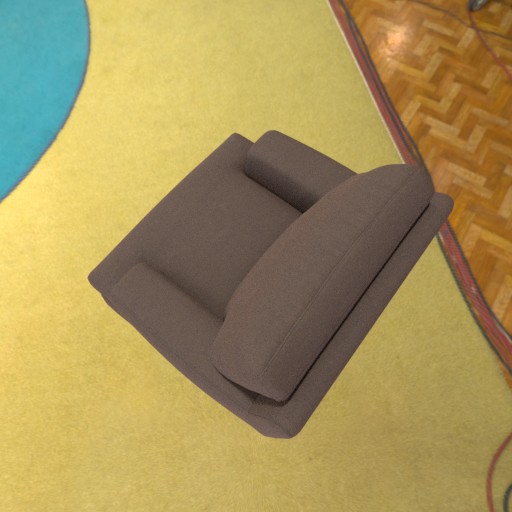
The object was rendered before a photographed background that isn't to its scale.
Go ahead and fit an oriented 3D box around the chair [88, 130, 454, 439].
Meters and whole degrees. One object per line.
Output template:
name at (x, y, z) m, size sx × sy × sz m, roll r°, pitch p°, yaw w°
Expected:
chair at (0.000, 0.000, 1.981) m, size 1.143 × 0.940 × 1.168 m, roll 35°, pitch 70°, yaw 15°
